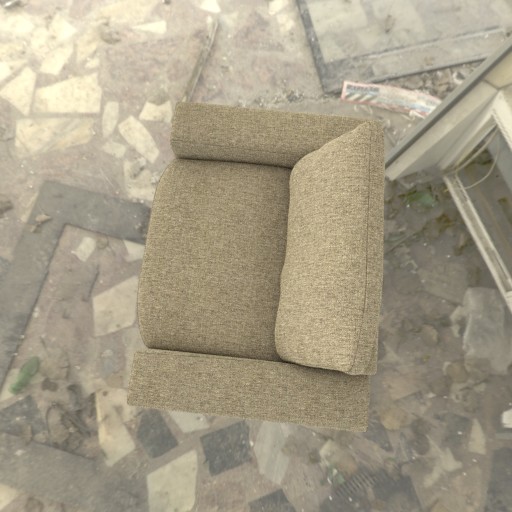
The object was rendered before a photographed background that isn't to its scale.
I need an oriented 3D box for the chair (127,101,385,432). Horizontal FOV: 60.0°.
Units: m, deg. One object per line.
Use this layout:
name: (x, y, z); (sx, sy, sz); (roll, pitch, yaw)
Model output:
chair: (0.000, 0.000, 2.036); (1.039, 0.915, 1.398); (6, 76, 1)
